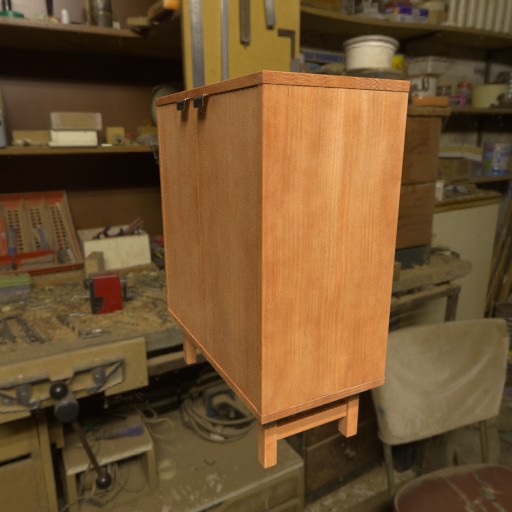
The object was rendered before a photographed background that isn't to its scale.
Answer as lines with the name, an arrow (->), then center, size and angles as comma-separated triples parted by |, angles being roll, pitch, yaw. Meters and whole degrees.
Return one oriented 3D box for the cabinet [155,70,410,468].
cabinet -> 0.000, 0.000, 1.433 | 0.419, 1.001, 0.800 | -8, 17, -26
